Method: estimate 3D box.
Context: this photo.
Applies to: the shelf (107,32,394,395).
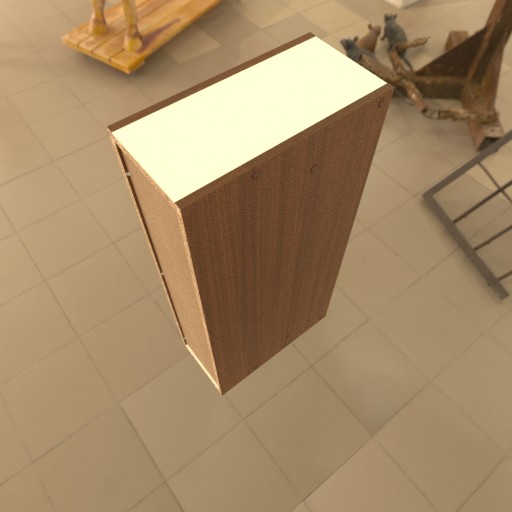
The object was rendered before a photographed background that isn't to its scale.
[{"bbox_3d":[0.000,0.000,0.738,0.290,0.600,0.147,-33,63,-20],"label":"shelf"}]
